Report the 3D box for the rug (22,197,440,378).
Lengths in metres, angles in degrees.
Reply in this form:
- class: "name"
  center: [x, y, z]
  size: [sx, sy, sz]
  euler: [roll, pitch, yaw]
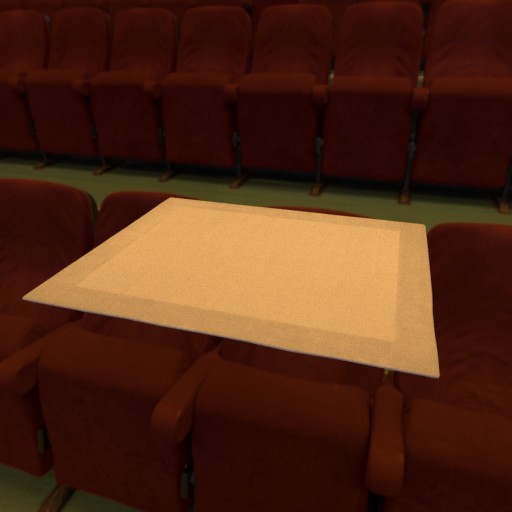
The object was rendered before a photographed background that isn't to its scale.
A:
- class: "rug"
  center: [0.000, 0.000, 4.000]
  size: [2.976, 0.018, 2.430]
  euler: [8, 28, 15]
